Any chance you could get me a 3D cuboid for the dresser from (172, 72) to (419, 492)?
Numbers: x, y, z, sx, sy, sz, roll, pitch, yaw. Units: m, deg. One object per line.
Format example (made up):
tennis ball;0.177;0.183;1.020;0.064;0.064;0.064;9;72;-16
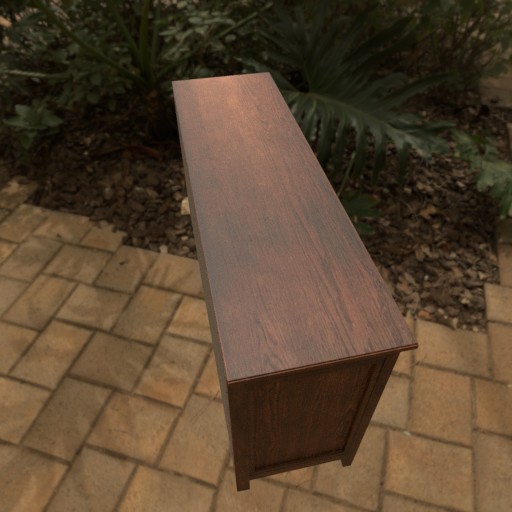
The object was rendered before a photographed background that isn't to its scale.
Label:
dresser;0.000;0.000;1.852;0.463;0.856;1.551;-9;47;-8
